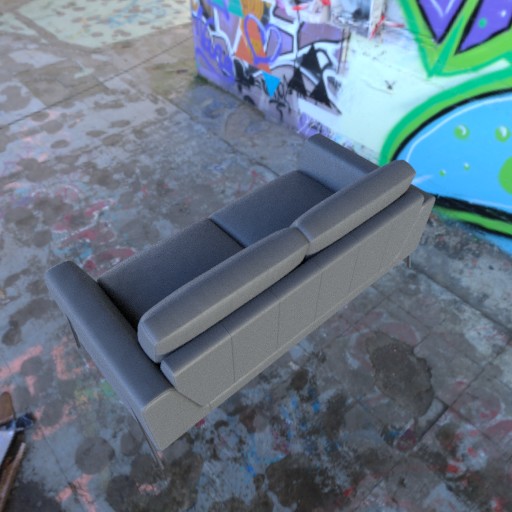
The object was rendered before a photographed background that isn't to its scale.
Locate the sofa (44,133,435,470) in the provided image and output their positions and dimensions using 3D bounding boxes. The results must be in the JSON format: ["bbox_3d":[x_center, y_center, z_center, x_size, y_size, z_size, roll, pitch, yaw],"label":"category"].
[{"bbox_3d":[0.000,0.000,2.521,2.017,0.875,0.953,-32,54,-27],"label":"sofa"}]
